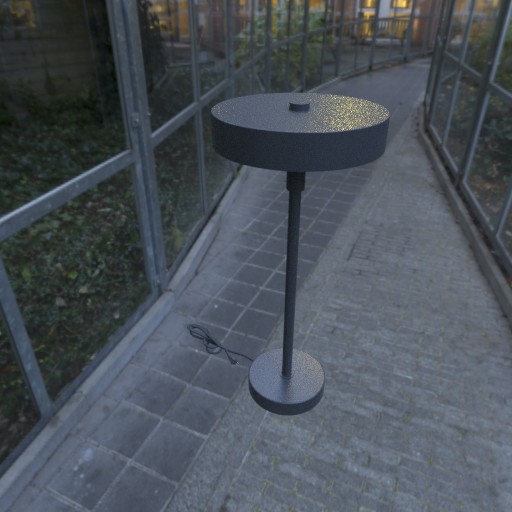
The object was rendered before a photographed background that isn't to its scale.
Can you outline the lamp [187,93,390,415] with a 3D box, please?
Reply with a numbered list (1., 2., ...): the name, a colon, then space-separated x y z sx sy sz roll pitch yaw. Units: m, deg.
1. lamp: 0.000 0.000 0.735 0.369 0.508 0.229 21 36 32
